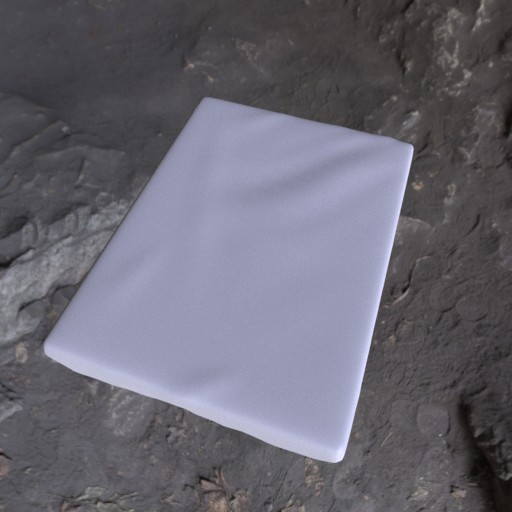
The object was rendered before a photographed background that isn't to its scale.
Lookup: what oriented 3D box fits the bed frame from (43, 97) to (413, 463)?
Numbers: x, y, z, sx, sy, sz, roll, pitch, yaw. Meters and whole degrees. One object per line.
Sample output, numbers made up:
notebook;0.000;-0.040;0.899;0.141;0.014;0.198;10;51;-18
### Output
bed frame;0.000;0.000;2.847;1.584;0.667;2.151;17;58;10
